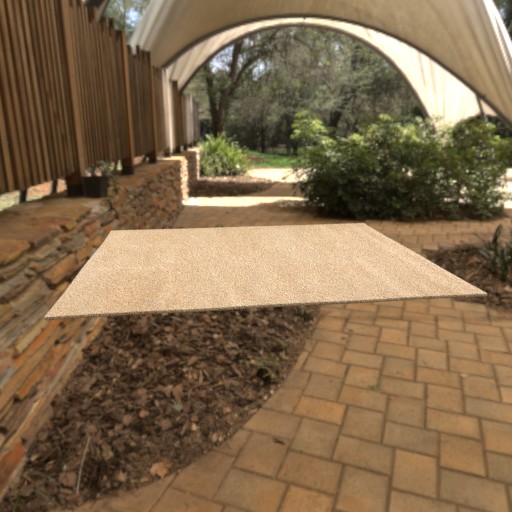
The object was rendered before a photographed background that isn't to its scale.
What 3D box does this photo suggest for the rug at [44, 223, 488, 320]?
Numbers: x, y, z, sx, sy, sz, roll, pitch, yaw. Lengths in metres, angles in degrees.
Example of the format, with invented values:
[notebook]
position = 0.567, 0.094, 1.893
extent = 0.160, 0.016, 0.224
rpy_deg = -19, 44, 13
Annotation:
[rug]
position = 0.000, 0.000, 4.100
extent = 3.000, 0.025, 2.400
rpy_deg = -2, 17, -7
